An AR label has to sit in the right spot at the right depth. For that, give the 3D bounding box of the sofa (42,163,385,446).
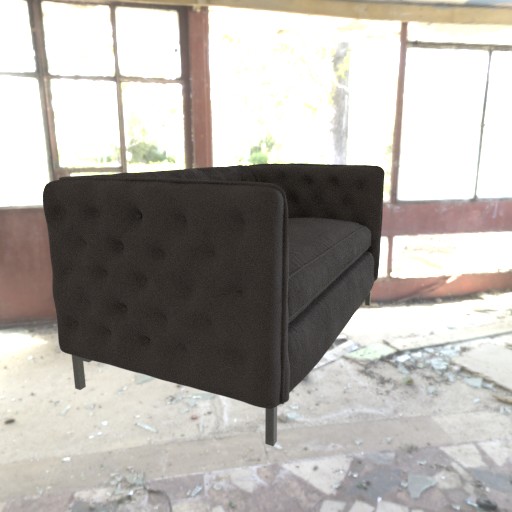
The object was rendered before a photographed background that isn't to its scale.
[{"bbox_3d":[0.000,0.000,2.080,0.909,0.810,1.583,7,15,25],"label":"sofa"}]
